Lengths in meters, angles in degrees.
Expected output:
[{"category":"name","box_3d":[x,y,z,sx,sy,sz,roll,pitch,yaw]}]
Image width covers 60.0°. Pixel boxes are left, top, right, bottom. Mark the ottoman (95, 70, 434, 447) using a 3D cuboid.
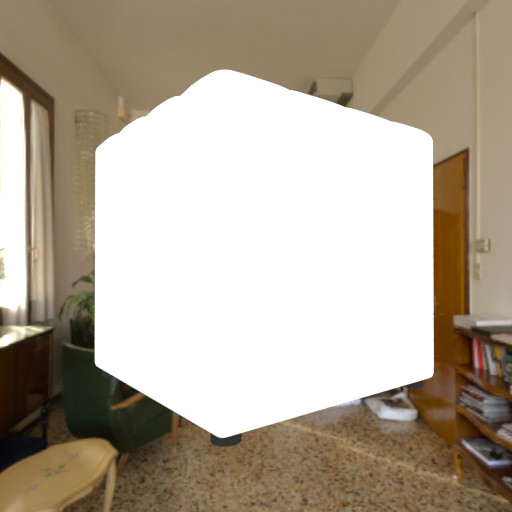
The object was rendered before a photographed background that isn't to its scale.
[{"category":"ottoman","box_3d":[0.000,0.000,0.775,0.425,0.432,0.425,0,-1,-38]}]
